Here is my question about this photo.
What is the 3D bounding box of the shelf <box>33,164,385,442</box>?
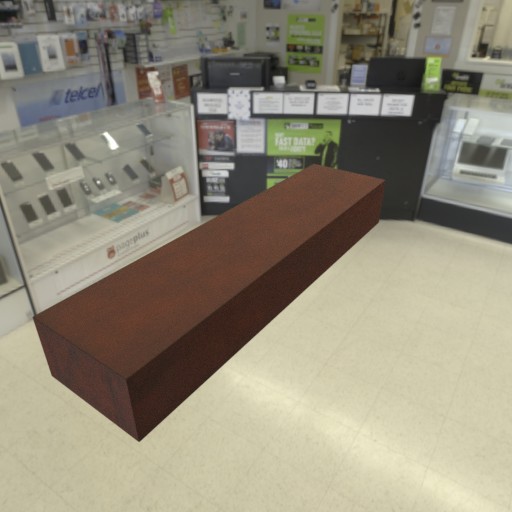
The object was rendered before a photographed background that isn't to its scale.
[{"bbox_3d":[0.000,0.000,0.670,0.152,0.088,0.607,20,36,30],"label":"shelf"}]
